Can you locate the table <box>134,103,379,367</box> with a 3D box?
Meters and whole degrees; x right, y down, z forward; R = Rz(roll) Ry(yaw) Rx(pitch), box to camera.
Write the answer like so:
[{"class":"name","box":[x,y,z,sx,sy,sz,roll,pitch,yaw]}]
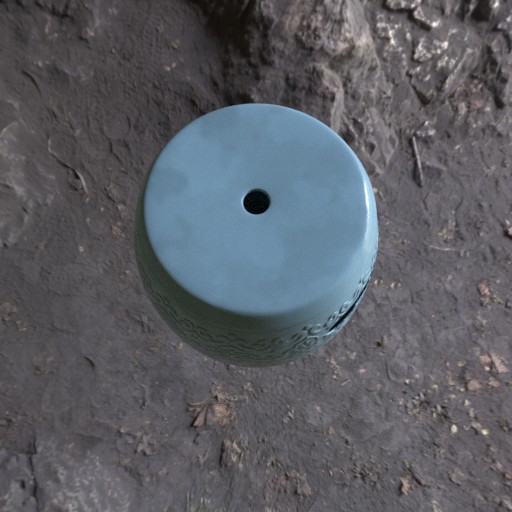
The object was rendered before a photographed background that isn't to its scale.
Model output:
[{"class":"table","box":[0.000,0.000,0.633,0.309,0.397,0.309,0,74,0]}]
